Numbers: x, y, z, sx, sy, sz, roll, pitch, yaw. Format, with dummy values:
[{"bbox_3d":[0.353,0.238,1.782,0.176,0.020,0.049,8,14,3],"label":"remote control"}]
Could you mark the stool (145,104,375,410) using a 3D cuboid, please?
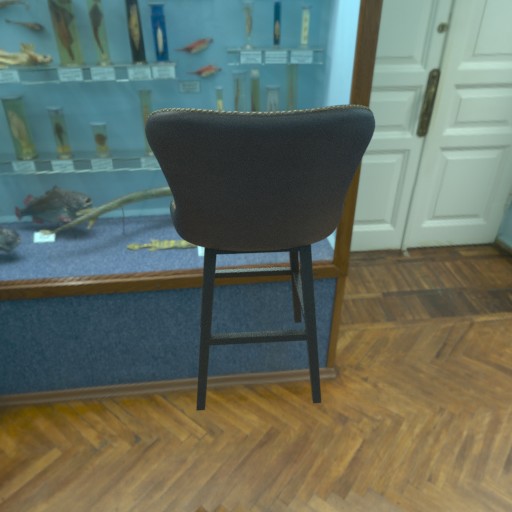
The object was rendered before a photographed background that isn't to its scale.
[{"bbox_3d":[0.000,0.000,1.415,0.528,1.050,0.601,-2,32,-4],"label":"stool"}]
